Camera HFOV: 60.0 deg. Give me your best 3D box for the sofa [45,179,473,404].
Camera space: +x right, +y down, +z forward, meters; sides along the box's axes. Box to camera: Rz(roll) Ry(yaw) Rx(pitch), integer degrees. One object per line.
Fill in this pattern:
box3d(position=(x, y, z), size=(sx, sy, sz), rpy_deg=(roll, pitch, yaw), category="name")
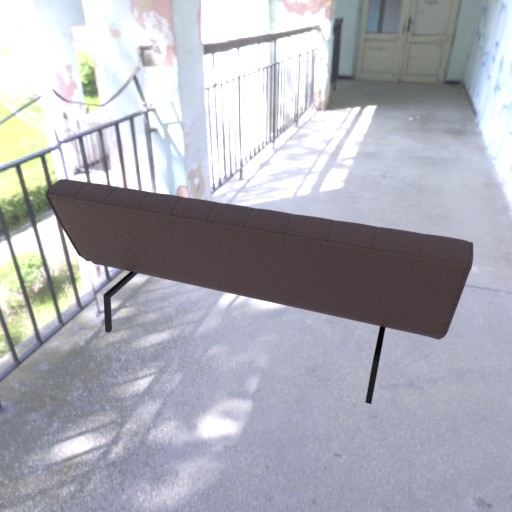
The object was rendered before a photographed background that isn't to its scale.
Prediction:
box3d(position=(0.000, 0.000, 2.077), size=(1.703, 0.699, 0.747), rpy_deg=(11, 32, 18), category="sofa")
